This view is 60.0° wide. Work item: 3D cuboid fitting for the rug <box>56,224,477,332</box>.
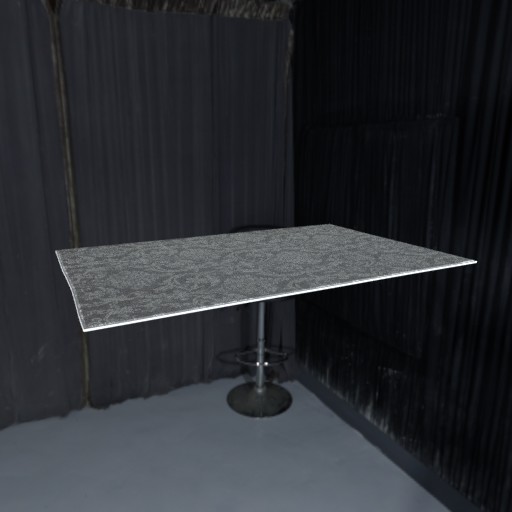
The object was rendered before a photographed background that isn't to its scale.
[{"bbox_3d":[0.000,0.000,3.451,2.746,0.018,1.819,-7,16,-27],"label":"rug"}]
